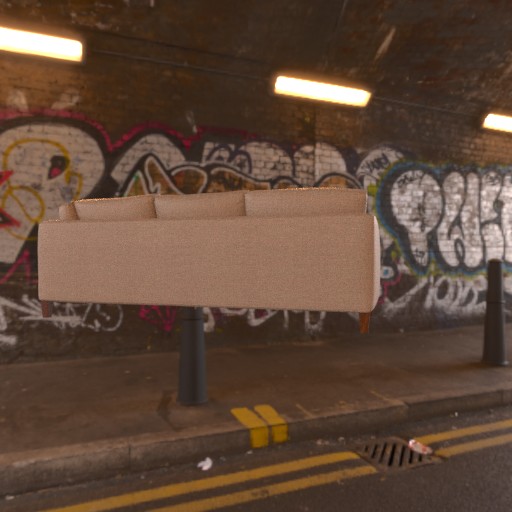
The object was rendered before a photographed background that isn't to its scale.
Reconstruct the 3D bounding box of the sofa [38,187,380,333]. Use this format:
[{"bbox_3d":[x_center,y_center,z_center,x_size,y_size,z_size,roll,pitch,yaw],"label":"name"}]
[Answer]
[{"bbox_3d":[0.000,0.000,4.742,2.594,0.961,3.460,0,0,17],"label":"sofa"}]
